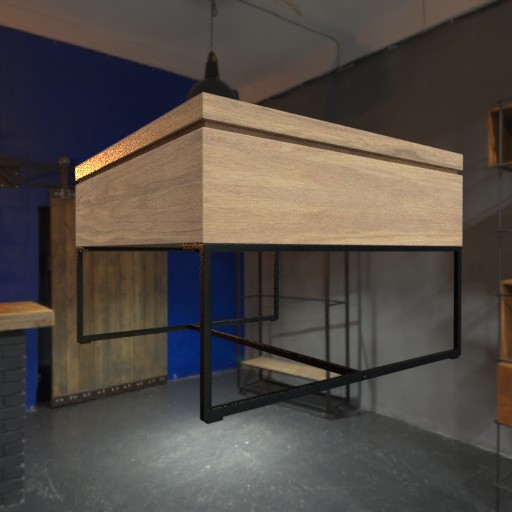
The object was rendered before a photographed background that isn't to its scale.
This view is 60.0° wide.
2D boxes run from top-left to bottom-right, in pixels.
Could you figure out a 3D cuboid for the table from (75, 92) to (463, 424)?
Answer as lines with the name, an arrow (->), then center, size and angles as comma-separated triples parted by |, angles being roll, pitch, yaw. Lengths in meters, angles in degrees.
table -> 0.000, 0.000, 1.087 | 0.676, 0.464, 0.679 | 0, 1, -36
